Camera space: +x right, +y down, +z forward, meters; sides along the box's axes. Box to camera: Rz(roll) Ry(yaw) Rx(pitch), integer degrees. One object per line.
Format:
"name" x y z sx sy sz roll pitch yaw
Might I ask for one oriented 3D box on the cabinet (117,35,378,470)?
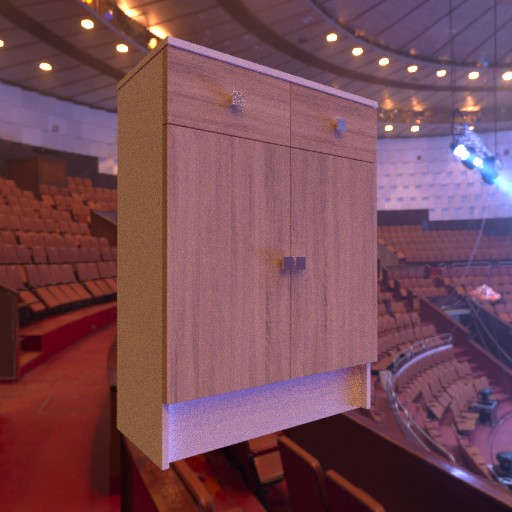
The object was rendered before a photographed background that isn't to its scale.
"cabinet" 0.000 0.000 1.105 0.600 0.815 0.296 0 0 -36
